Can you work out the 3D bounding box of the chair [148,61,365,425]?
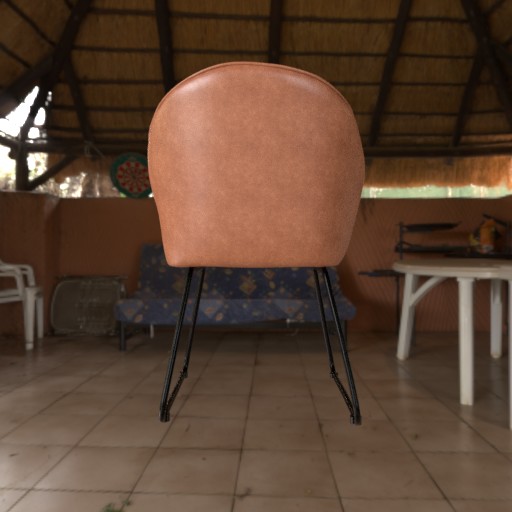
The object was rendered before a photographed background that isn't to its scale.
[{"bbox_3d":[0.000,0.000,1.179,0.582,0.785,0.580,0,0,1],"label":"chair"}]
